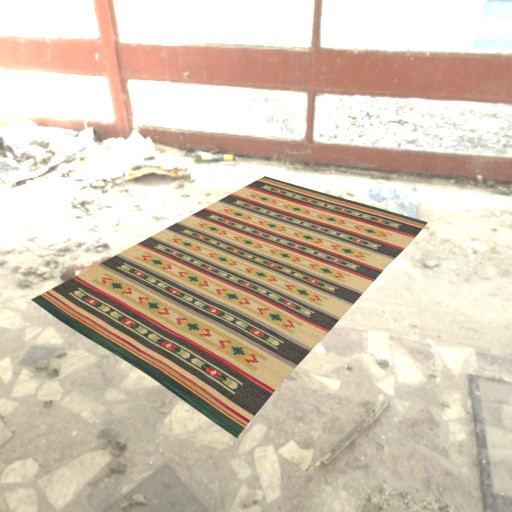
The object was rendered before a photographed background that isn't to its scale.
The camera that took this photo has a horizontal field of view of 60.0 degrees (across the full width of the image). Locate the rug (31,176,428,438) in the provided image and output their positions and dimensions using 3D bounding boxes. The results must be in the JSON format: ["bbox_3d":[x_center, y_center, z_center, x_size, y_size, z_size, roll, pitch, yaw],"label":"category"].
[{"bbox_3d":[0.000,0.000,2.947,1.522,0.010,2.311,22,39,30],"label":"rug"}]
